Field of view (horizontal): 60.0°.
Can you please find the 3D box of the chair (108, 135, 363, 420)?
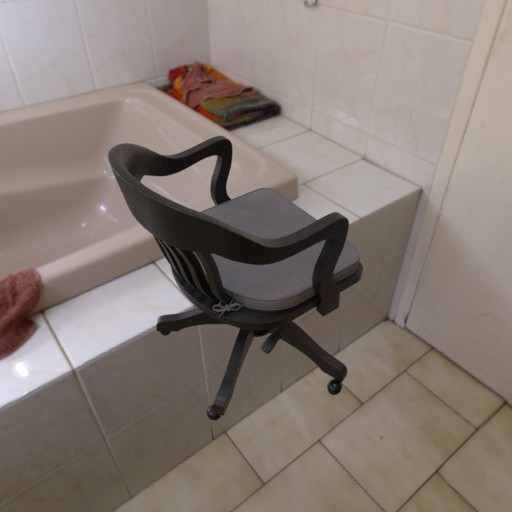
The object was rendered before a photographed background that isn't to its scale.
[{"bbox_3d":[0.000,0.000,1.481,0.788,0.878,0.750,-24,46,-26],"label":"chair"}]
